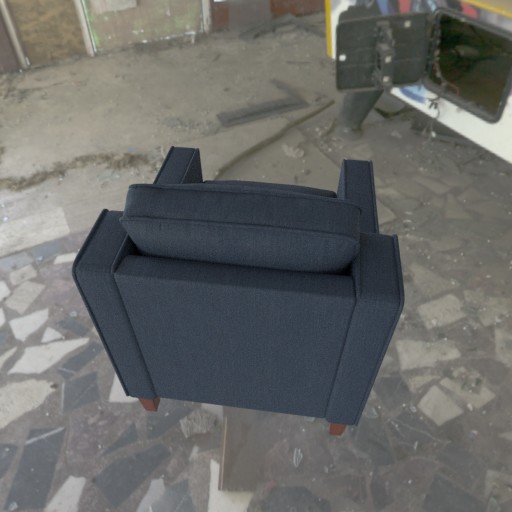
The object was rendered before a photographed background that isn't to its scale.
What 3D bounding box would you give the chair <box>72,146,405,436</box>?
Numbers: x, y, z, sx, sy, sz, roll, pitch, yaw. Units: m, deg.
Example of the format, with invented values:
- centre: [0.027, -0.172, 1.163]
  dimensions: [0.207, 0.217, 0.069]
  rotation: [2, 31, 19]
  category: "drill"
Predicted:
- centre: [0.000, 0.000, 1.633]
  dimensions: [0.831, 0.960, 0.909]
  rotation: [5, 46, 5]
  category: "chair"
